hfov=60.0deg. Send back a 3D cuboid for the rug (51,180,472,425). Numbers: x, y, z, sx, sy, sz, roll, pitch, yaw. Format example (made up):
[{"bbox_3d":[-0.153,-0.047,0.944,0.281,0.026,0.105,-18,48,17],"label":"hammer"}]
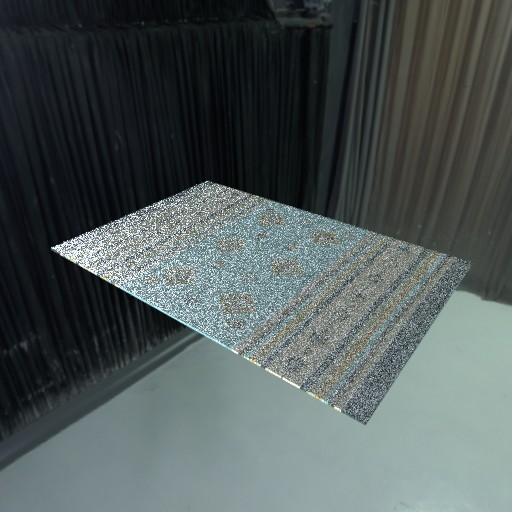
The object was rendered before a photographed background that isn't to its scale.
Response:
[{"bbox_3d":[0.000,0.000,2.288,1.811,0.010,1.212,22,37,31],"label":"rug"}]
